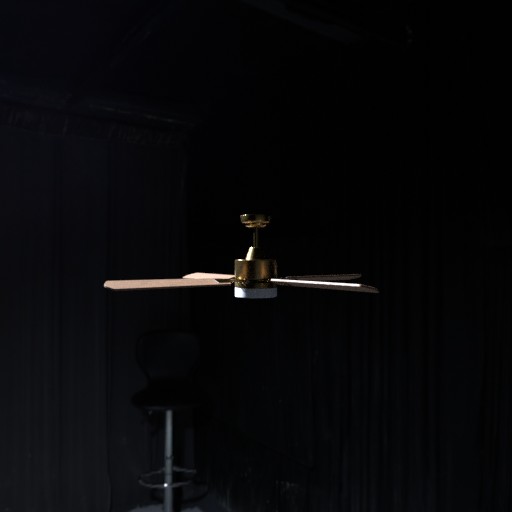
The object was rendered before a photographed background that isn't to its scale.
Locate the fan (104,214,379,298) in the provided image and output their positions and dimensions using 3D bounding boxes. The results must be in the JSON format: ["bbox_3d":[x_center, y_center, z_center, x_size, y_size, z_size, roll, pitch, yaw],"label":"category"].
[{"bbox_3d":[0.000,0.000,1.960,1.320,0.355,1.320,0,0,-35],"label":"fan"}]
